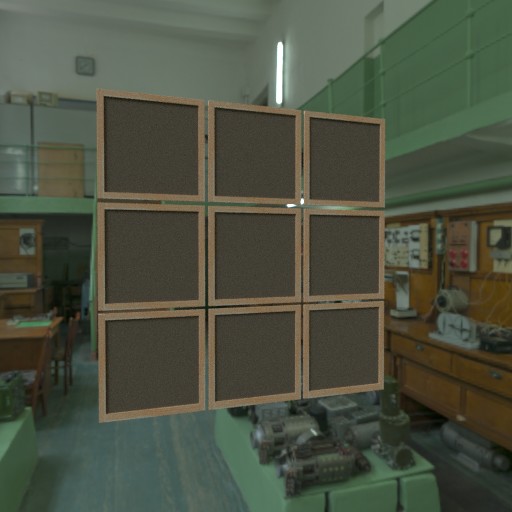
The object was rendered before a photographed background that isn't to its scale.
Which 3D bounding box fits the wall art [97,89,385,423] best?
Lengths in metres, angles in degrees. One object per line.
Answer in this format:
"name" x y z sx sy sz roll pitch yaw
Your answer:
"wall art" 0.000 0.000 1.811 1.216 1.218 0.013 0 1 -18
